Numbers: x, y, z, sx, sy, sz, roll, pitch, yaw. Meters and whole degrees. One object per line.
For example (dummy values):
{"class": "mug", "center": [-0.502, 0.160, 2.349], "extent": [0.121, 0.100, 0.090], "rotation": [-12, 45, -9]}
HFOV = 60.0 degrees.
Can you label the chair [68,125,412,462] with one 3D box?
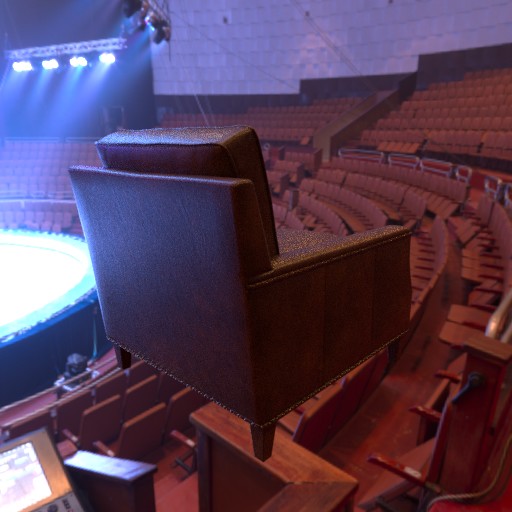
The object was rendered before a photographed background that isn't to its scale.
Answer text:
{"class": "chair", "center": [0.000, 0.000, 1.689], "extent": [0.853, 0.929, 1.014], "rotation": [13, 20, 42]}
